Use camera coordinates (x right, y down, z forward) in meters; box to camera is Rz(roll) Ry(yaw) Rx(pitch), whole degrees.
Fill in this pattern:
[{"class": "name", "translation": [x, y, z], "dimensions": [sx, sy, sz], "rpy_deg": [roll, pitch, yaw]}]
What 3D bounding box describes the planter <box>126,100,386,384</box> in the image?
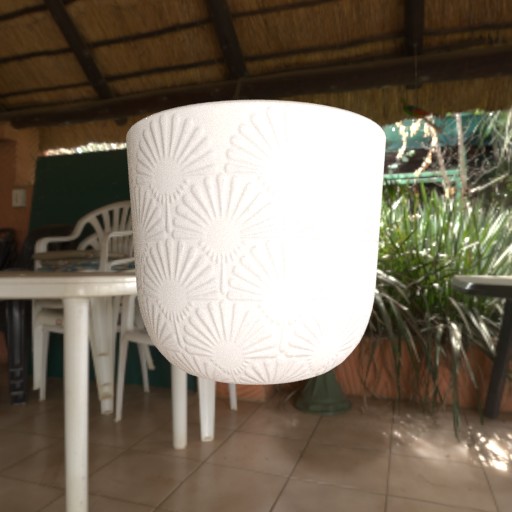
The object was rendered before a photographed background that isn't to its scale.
[{"class": "planter", "translation": [0.000, 0.000, 0.300], "dimensions": [0.170, 0.152, 0.170], "rpy_deg": [0, -1, 0]}]
